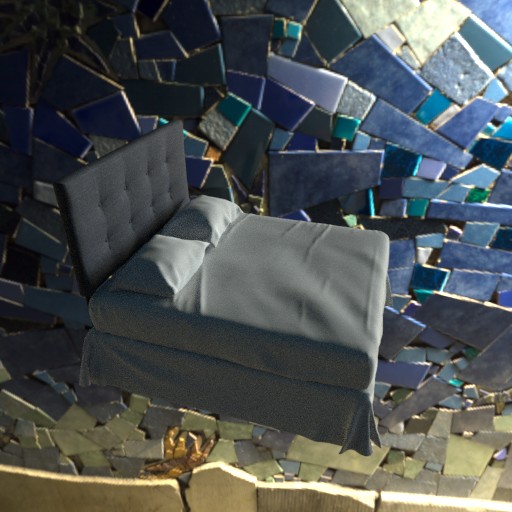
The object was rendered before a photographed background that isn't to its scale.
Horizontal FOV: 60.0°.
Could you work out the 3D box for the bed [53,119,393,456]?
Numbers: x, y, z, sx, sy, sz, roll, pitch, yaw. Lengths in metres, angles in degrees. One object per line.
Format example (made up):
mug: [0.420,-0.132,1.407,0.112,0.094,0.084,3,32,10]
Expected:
bed: [0.000,0.000,3.436,2.222,1.577,1.936,9,32,15]
